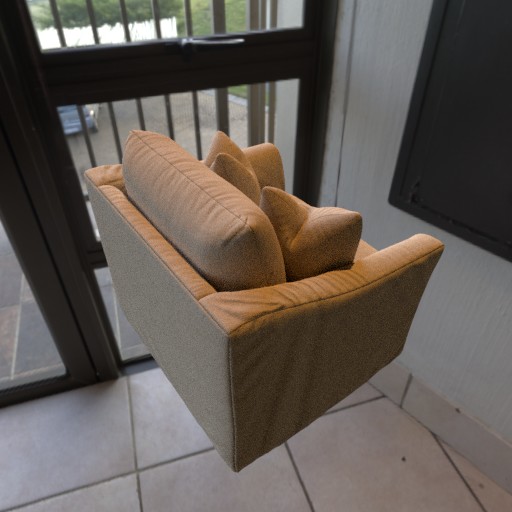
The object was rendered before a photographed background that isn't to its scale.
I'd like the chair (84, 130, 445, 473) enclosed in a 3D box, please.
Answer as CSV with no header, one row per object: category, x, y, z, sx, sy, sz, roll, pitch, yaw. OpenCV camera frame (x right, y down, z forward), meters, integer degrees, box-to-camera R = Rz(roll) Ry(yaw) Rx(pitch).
chair,0.000,0.000,2.040,1.071,1.093,1.194,-25,45,-27
